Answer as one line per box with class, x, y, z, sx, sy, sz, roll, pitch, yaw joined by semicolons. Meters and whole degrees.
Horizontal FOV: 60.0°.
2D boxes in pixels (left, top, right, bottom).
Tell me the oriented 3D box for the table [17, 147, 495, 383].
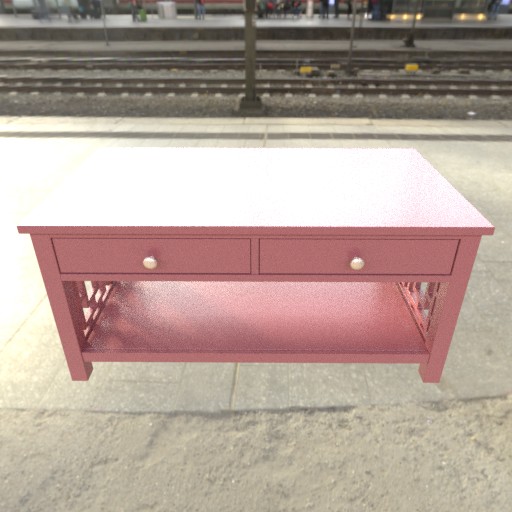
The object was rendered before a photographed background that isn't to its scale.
table;0.000;0.000;1.364;1.068;0.493;0.612;0;30;0
